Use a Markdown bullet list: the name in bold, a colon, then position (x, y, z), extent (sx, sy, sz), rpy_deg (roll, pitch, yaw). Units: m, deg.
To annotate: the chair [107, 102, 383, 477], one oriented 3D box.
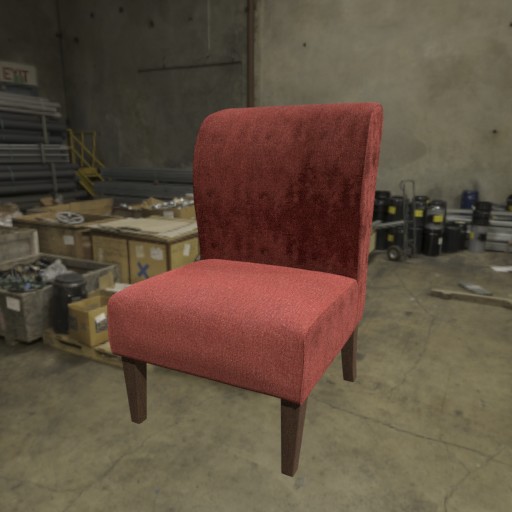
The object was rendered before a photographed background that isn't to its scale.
- **chair**: position (0.000, 0.000, 1.232), extent (0.538, 0.846, 0.640), rpy_deg (7, 15, 26)
